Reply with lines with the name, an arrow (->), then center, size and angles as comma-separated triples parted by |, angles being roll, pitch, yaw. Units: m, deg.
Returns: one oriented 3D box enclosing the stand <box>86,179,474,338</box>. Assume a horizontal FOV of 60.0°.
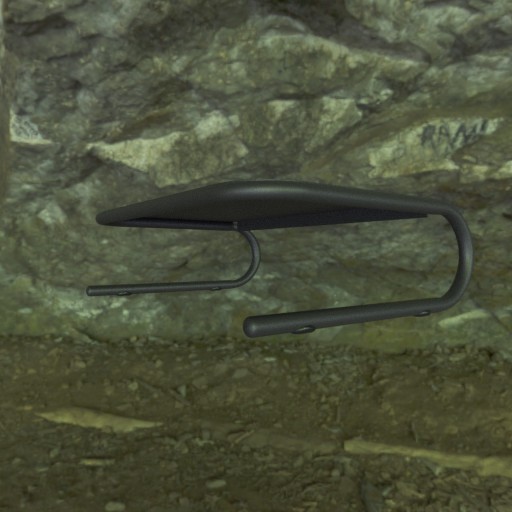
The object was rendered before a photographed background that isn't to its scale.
stand -> 0.000, 0.000, 0.511 | 0.280, 0.108, 0.370 | 0, 0, -37
